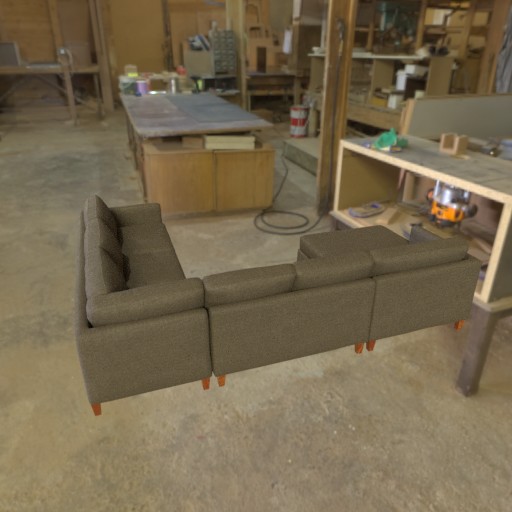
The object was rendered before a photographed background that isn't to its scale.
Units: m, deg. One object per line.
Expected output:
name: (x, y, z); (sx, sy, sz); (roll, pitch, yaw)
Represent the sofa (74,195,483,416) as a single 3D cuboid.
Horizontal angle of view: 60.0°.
sofa: (0.000, 0.000, 4.636); (3.460, 0.961, 2.594); (-9, 28, -17)
